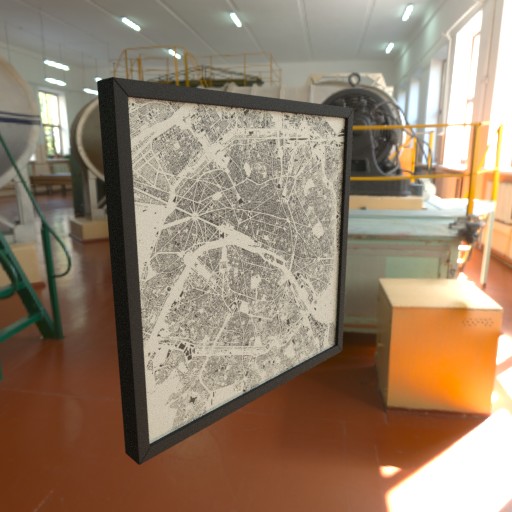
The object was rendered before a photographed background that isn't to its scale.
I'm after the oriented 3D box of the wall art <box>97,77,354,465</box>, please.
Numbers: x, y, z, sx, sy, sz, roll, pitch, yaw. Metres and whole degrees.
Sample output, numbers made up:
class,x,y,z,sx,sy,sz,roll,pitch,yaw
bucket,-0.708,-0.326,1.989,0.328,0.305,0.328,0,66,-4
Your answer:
class,x,y,z,sx,sy,sz,roll,pitch,yaw
wall art,0.000,0.000,0.749,0.037,0.508,0.508,12,18,42
